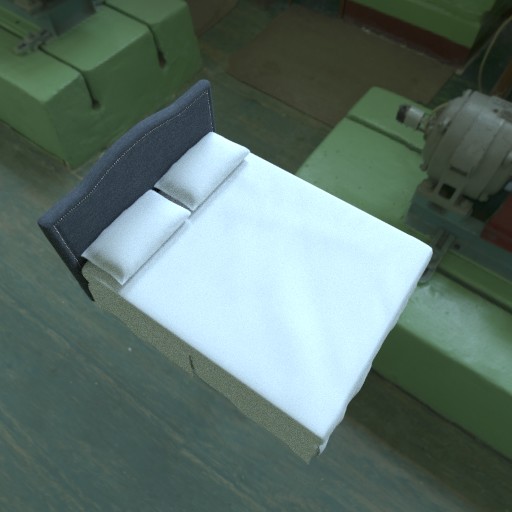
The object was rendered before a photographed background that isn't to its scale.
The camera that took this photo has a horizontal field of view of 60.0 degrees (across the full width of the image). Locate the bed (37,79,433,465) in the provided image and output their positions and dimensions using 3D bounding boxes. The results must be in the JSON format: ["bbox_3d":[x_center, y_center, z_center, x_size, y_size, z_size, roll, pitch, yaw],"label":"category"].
[{"bbox_3d":[0.000,0.000,3.941,2.689,1.457,2.161,31,64,17],"label":"bed"}]
